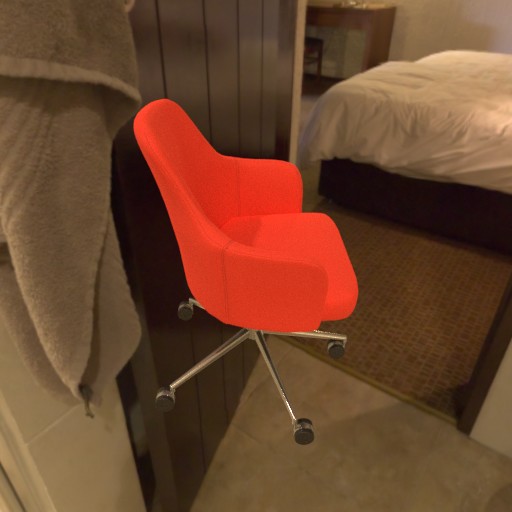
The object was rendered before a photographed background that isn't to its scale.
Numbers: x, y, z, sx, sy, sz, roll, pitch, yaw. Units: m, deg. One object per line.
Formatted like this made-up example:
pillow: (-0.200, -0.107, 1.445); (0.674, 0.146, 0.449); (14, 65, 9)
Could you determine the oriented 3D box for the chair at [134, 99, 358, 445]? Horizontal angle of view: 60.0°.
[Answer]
chair: (0.000, 0.000, 1.267); (0.600, 0.820, 0.655); (-1, 33, -1)
